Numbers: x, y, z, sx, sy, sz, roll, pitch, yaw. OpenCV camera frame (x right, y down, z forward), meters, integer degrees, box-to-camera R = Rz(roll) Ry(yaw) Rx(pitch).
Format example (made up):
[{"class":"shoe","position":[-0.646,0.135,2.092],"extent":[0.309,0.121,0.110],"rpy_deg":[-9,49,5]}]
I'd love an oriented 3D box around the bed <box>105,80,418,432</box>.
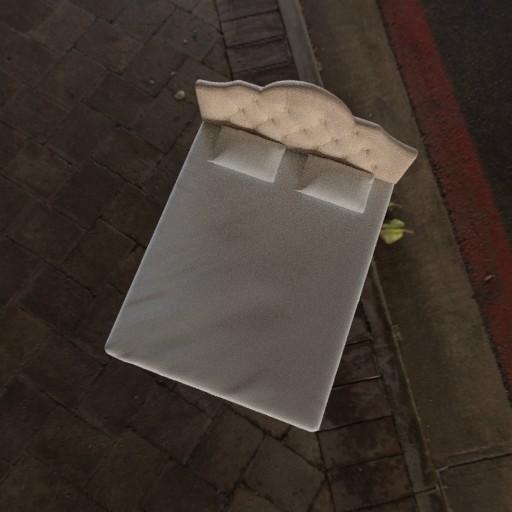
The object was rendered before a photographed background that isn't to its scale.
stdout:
[{"class":"bed","position":[0.000,0.000,3.018],"extent":[1.667,1.194,1.970],"rpy_deg":[19,77,5]}]
